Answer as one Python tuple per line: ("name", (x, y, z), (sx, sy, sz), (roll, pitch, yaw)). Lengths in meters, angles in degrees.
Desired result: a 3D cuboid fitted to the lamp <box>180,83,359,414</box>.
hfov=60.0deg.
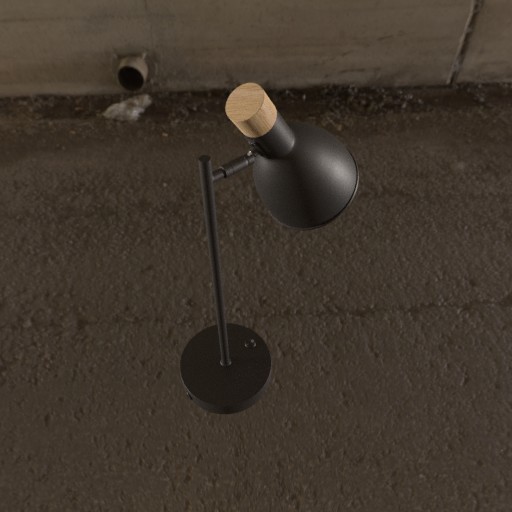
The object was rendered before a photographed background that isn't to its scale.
("lamp", (0.000, 0.000, 0.596), (0.287, 0.483, 0.152), (-33, 56, -26))
